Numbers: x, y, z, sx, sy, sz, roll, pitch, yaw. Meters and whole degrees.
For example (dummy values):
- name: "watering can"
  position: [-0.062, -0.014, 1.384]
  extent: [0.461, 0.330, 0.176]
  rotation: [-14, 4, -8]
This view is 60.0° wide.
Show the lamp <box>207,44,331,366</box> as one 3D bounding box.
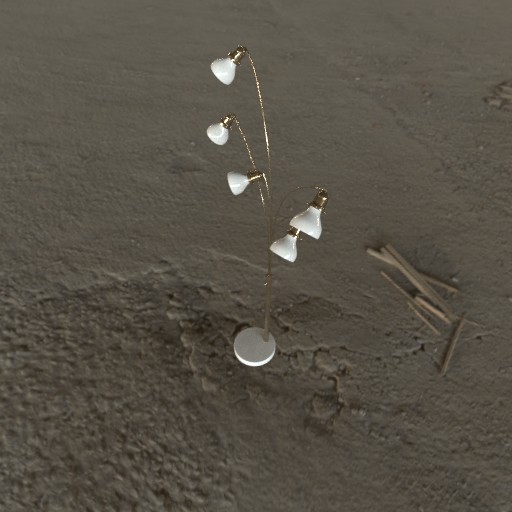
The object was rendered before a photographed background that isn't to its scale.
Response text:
- name: "lamp"
  position: [0.000, 0.000, 3.023]
  extent: [0.361, 2.423, 1.405]
  rotation: [-16, 49, -15]
